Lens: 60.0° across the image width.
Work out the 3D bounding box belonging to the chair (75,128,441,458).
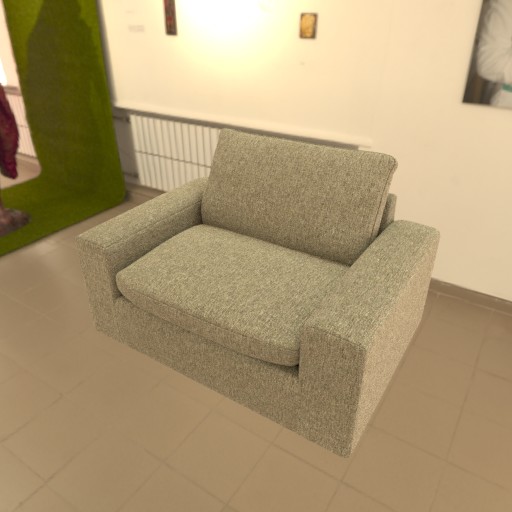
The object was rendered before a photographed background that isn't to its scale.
[{"bbox_3d":[0.000,0.000,2.067,1.398,0.915,1.039,18,34,28],"label":"chair"}]
